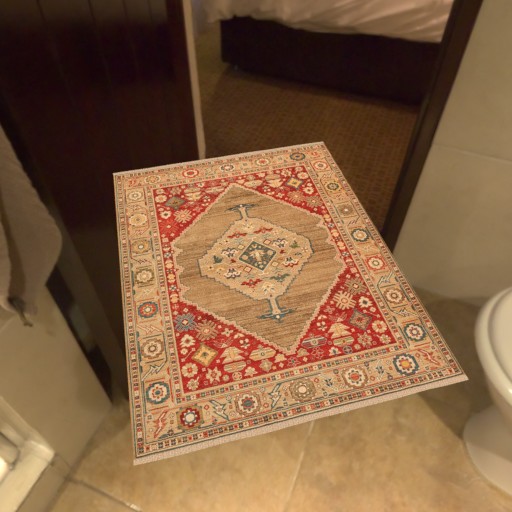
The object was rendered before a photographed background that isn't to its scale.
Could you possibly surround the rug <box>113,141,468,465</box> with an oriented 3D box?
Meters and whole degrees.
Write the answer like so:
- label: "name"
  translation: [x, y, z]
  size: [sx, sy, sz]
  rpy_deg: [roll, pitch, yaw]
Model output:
- label: "rug"
  translation: [0.000, 0.000, 4.082]
  size: [2.451, 0.008, 3.143]
  rpy_deg: [-11, 50, -9]
